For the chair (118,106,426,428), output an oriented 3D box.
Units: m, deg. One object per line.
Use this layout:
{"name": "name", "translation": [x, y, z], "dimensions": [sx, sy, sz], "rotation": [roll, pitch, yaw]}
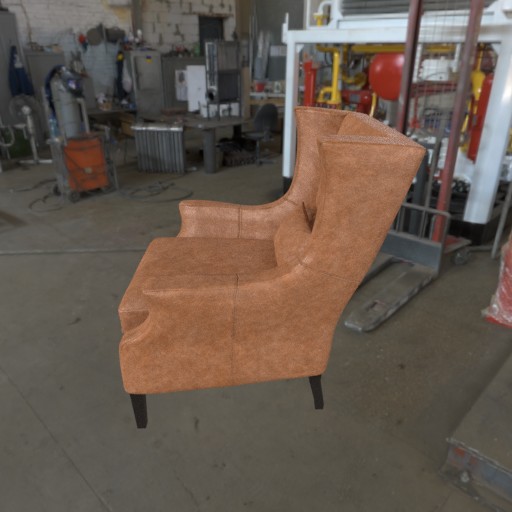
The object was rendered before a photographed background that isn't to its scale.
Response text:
{"name": "chair", "translation": [0.000, 0.000, 1.697], "dimensions": [0.926, 1.016, 0.853], "rotation": [0, 25, -1]}
